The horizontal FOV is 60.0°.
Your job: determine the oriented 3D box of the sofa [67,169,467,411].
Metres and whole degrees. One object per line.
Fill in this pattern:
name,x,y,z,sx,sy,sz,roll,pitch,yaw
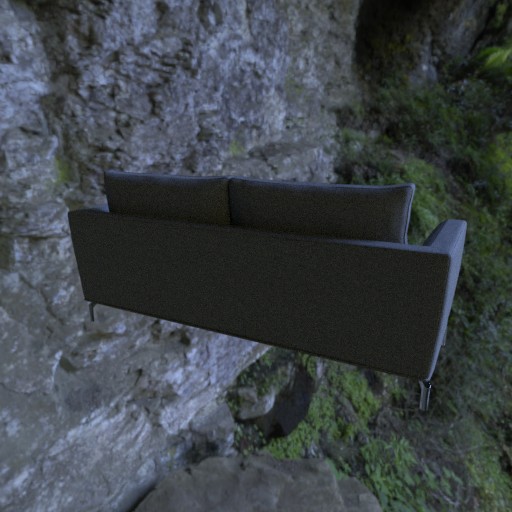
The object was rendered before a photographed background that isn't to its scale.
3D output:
sofa,0.000,0.000,2.666,2.212,1.002,0.869,8,17,27
